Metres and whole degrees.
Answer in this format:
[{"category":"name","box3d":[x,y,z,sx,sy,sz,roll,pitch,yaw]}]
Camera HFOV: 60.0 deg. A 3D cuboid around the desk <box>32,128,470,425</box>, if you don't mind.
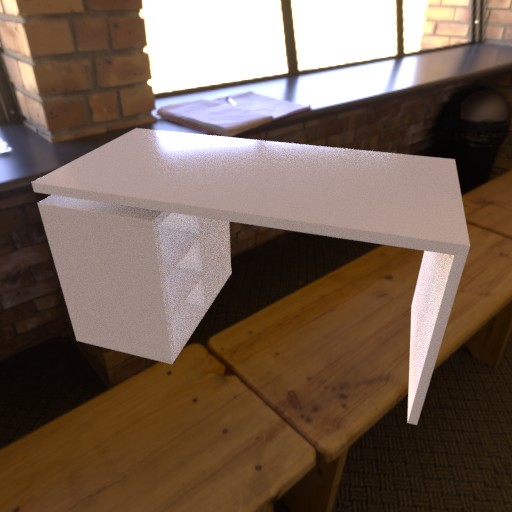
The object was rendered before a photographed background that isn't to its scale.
[{"category":"desk","box3d":[0.000,0.000,1.817,1.400,0.740,0.690,10,33,15]}]
